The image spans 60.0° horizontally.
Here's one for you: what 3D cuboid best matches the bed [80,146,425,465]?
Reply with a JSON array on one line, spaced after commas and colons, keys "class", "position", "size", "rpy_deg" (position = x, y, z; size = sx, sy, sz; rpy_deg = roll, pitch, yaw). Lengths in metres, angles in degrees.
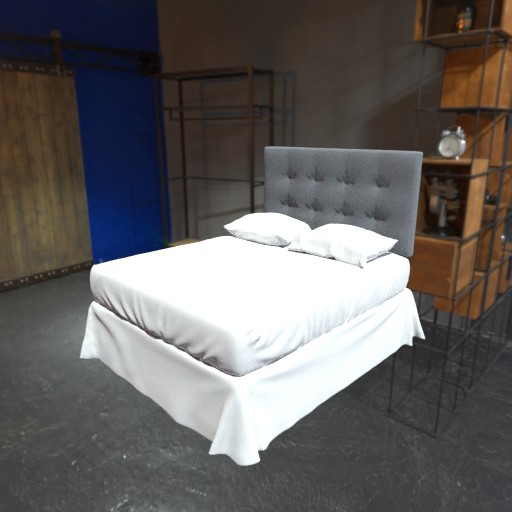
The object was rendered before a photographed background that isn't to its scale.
[{"class": "bed", "position": [0.000, 0.000, 3.459], "size": [1.936, 1.577, 2.222], "rpy_deg": [15, 22, 42]}]
